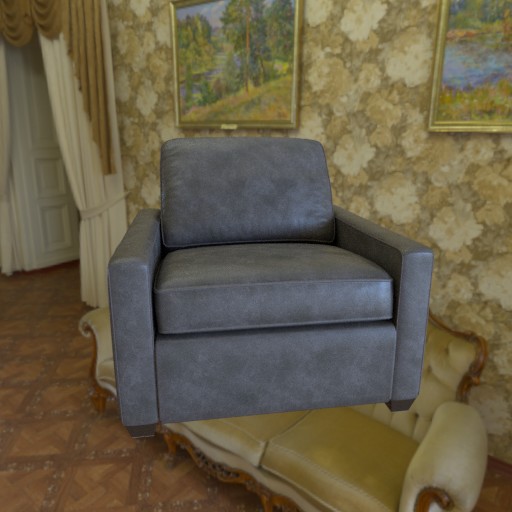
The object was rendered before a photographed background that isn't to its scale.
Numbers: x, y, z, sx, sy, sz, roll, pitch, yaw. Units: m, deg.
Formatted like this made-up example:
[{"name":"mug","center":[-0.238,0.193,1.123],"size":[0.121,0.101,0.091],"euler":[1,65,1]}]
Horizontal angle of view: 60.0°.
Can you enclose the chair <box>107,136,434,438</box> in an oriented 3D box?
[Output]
[{"name":"chair","center":[0.000,0.000,1.761],"size":[1.006,0.916,0.939],"euler":[-2,15,-9]}]
